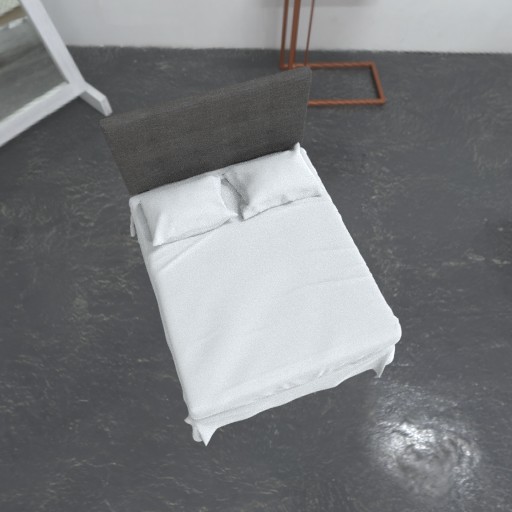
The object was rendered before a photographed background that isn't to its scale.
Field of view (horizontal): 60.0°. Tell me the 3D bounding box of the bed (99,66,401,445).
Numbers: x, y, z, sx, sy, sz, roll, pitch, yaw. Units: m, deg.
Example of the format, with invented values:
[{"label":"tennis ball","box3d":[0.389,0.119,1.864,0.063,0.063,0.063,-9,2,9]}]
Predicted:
[{"label":"bed","box3d":[0.000,0.000,3.513,1.936,1.577,2.222,-18,64,-9]}]
